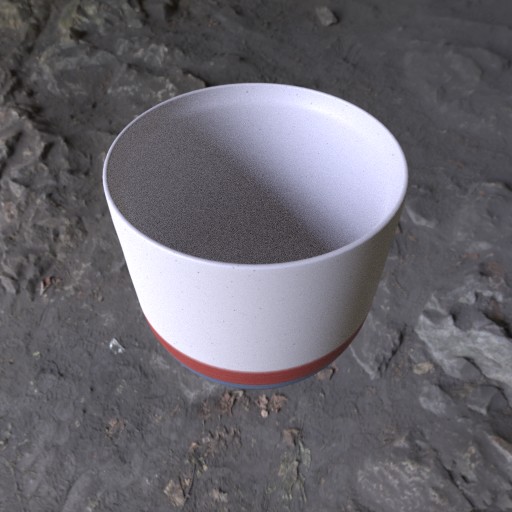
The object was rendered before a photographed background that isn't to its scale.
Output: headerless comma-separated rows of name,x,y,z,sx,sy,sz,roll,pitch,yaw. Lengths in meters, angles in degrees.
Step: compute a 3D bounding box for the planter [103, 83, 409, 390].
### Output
planter,0.000,0.000,0.493,0.268,0.270,0.268,0,48,0
